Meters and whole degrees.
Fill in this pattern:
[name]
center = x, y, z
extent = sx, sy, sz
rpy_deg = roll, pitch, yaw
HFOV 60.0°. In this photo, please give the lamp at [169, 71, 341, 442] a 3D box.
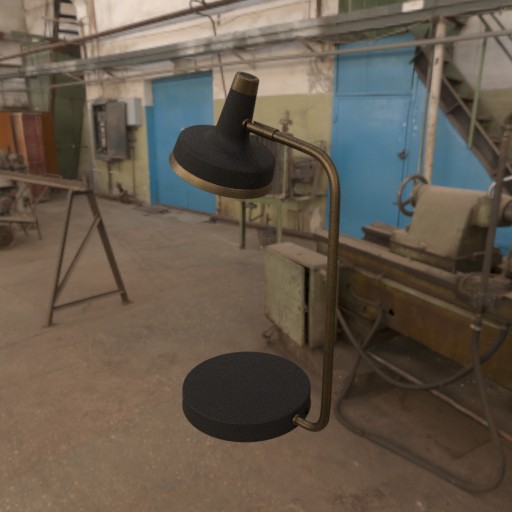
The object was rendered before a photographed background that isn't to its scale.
[lamp]
center = 0.000, 0.000, 0.495
extent = 0.218, 0.385, 0.162
rpy_deg = 16, 23, 42
